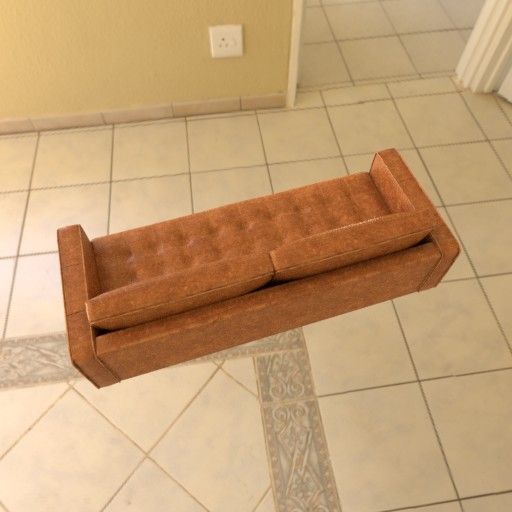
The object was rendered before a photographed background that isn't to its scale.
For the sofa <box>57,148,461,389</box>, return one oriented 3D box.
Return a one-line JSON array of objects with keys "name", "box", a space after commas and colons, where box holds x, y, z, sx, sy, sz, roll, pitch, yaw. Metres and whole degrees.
[{"name": "sofa", "box": [0.000, 0.000, 2.695, 2.199, 0.779, 0.886, -15, 60, -9]}]
